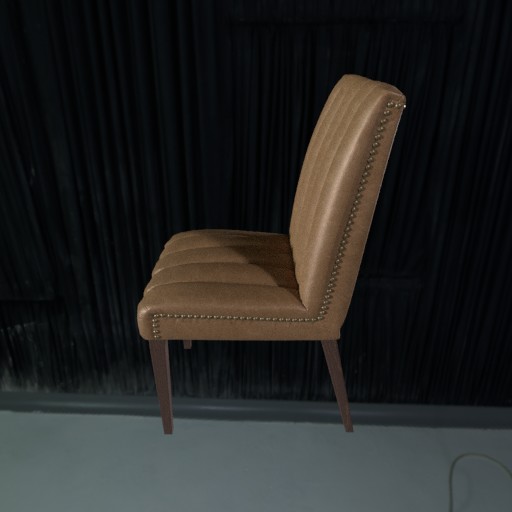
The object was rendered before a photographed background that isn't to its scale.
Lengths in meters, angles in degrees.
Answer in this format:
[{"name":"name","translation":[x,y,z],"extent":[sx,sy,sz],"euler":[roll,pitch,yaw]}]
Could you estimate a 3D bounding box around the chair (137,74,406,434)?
[{"name":"chair","translation":[0.000,0.000,1.363],"extent":[0.647,1.016,0.511],"euler":[0,26,0]}]
